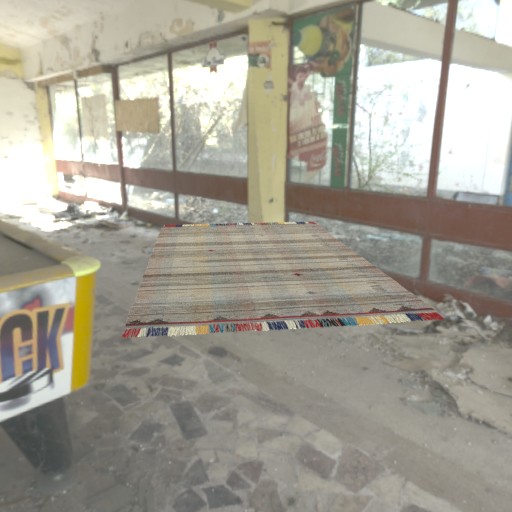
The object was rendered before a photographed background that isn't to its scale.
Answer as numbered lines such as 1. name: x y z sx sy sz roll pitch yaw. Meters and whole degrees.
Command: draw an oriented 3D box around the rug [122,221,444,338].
1. rug: 0.000 0.000 3.082 1.465 0.012 2.465 -2 15 -7
